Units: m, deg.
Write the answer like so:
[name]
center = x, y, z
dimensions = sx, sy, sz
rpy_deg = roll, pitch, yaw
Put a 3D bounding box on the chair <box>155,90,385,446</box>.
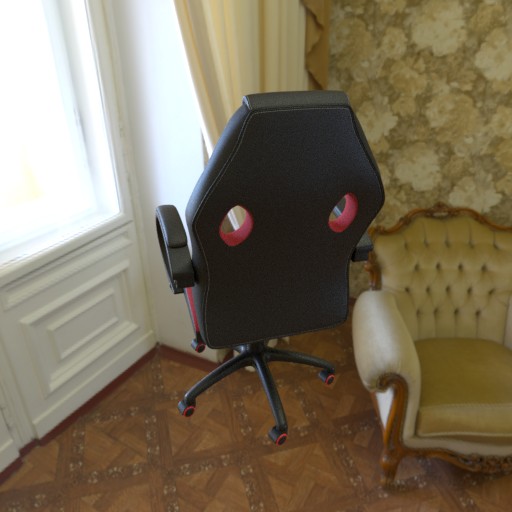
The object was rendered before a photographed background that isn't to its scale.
[chair]
center = 0.000, 0.000, 1.588
dimensions = 0.673, 1.187, 0.724
rpy_deg = -8, 28, -15
